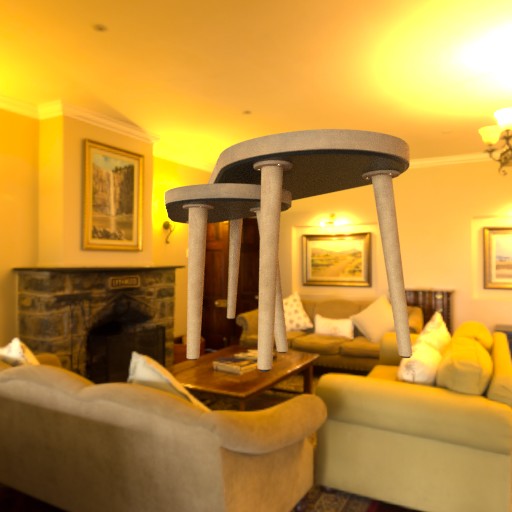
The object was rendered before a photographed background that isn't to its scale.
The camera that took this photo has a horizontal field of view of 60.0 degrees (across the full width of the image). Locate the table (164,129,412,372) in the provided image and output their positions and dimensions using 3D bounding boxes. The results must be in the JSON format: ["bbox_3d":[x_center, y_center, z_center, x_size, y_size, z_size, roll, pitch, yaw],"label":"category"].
[{"bbox_3d":[0.000,0.000,1.606,0.701,0.595,1.190,0,-1,-20],"label":"table"}]
